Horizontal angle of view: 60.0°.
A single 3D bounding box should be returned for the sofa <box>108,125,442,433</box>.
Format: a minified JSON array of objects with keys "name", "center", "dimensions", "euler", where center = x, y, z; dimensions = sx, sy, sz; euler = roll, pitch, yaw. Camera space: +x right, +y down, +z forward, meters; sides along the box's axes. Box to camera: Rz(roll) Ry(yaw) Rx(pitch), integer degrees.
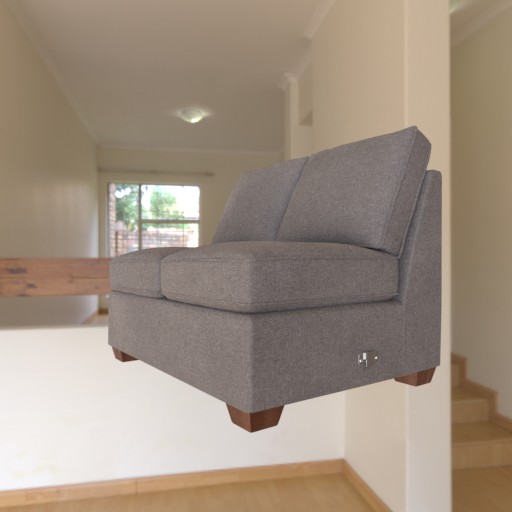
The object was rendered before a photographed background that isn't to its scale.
[{"name":"sofa","center":[0.000,0.000,1.971],"dimensions":[0.951,1.008,1.237],"euler":[0,0,-36]}]
